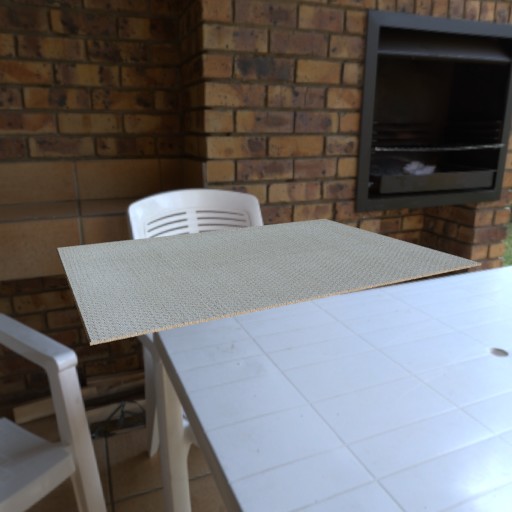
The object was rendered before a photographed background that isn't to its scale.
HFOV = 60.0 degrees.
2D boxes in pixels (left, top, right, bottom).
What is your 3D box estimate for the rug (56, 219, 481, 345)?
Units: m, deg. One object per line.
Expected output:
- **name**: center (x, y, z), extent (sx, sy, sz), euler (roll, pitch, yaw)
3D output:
- **rug**: center (0.000, 0.000, 2.722), extent (2.144, 0.013, 1.509), euler (-8, 18, -27)
